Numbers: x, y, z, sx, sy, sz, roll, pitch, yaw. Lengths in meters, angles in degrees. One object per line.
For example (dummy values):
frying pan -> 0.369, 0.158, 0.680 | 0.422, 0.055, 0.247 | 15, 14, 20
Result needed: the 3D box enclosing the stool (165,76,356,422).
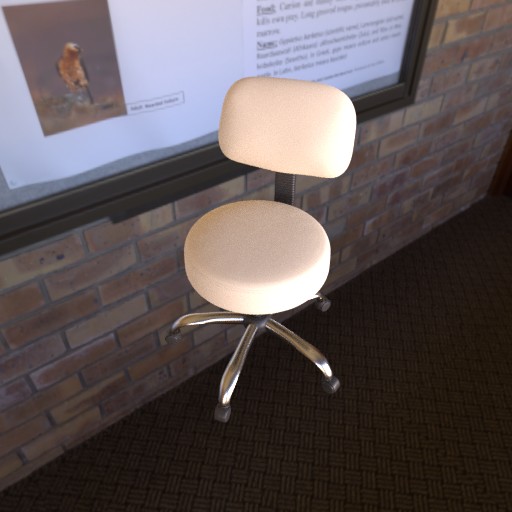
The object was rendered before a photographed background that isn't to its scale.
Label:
stool -> 0.000, 0.000, 1.267 | 0.609, 0.810, 0.616 | 14, 42, 16
